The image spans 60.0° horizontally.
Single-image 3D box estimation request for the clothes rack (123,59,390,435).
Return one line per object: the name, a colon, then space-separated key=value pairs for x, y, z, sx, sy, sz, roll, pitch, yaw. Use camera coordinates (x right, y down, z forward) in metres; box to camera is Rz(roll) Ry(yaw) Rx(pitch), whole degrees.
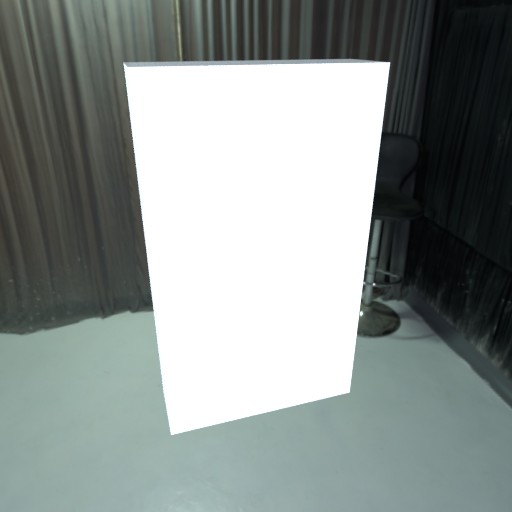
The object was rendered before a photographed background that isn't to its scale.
clothes rack: x=0.000 y=0.000 z=1.597 sx=0.750 sy=1.280 sz=0.250 roll=-8 pitch=27 yaw=-15
